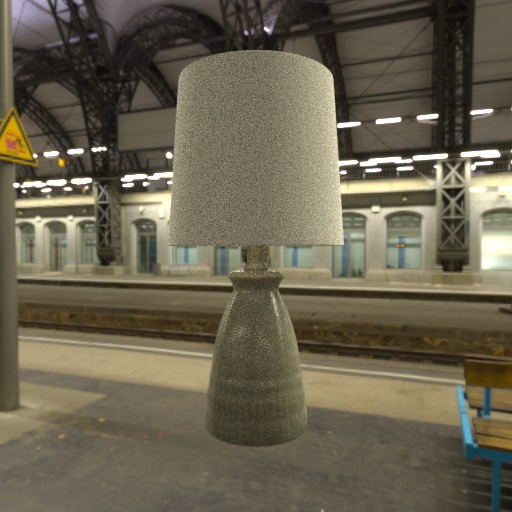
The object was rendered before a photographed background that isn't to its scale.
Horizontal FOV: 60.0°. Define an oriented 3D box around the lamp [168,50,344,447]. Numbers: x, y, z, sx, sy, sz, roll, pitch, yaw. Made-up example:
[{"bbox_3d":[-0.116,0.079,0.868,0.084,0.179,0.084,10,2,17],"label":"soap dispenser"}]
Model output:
[{"bbox_3d":[0.000,0.000,0.479,0.186,0.369,0.186,0,1,0],"label":"lamp"}]
